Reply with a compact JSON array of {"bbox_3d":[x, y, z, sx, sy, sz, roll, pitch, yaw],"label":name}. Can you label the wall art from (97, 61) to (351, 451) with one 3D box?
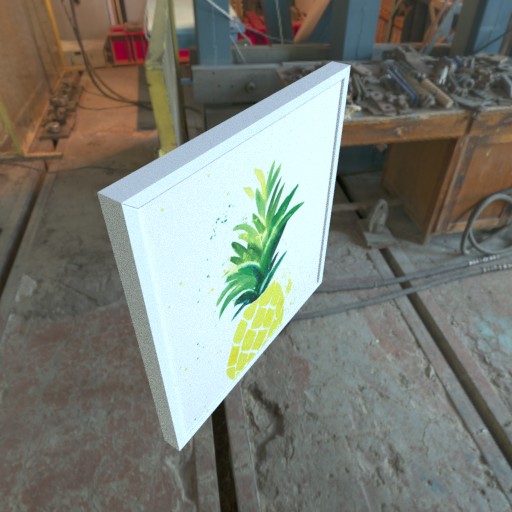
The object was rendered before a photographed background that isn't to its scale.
[{"bbox_3d":[0.000,0.000,0.761,0.035,0.507,0.508,24,46,26],"label":"wall art"}]
